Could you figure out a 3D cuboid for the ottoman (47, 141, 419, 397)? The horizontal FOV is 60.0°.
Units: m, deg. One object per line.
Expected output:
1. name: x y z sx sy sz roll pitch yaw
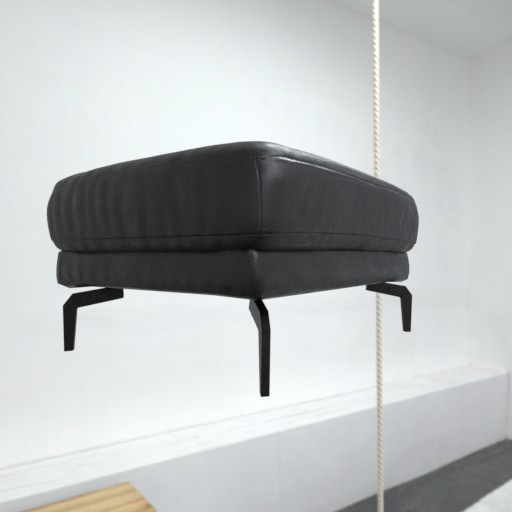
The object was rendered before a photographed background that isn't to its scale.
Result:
1. ottoman: 0.000 0.000 1.058 0.570 0.402 0.764 0 0 36
